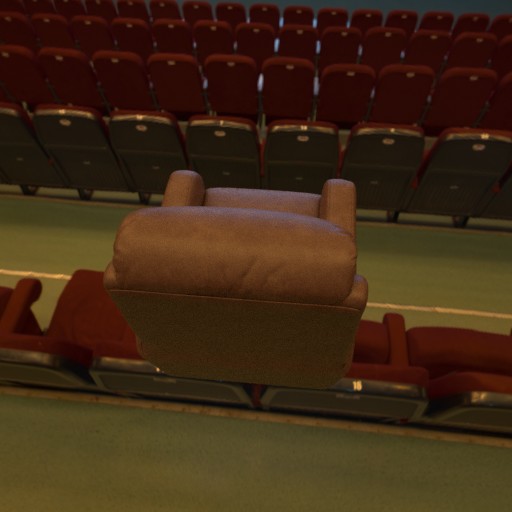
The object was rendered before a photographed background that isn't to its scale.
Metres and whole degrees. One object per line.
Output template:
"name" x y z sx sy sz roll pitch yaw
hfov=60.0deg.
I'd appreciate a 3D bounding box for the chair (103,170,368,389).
"chair" 0.000 0.000 1.754 0.865 1.067 1.067 4 47 4
